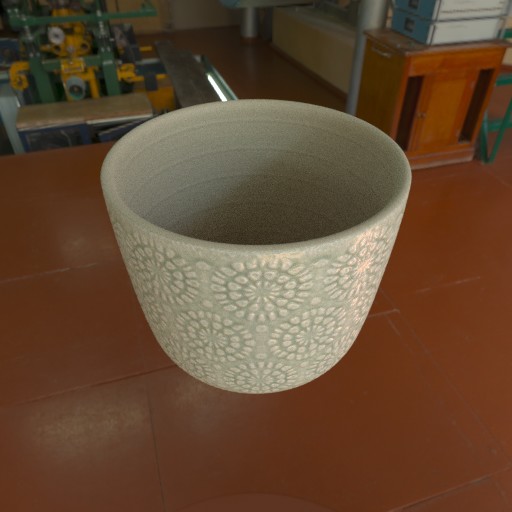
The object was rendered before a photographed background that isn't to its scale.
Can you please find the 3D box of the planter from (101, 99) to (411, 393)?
[{"bbox_3d":[0.000,0.000,0.217,0.124,0.109,0.124,0,40,0],"label":"planter"}]
